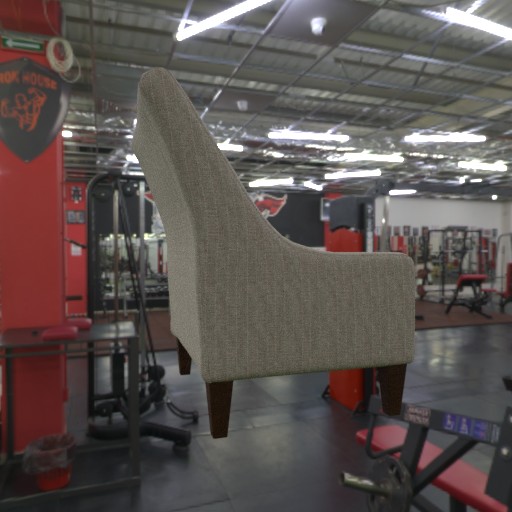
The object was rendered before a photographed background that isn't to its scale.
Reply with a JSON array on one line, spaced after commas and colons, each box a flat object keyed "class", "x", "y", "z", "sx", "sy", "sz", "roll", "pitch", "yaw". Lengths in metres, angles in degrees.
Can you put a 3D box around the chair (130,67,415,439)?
[{"class": "chair", "x": 0.000, "y": 0.000, "z": 1.637, "sx": 0.870, "sy": 1.014, "sz": 0.774, "roll": 0, "pitch": 1, "yaw": -17}]
